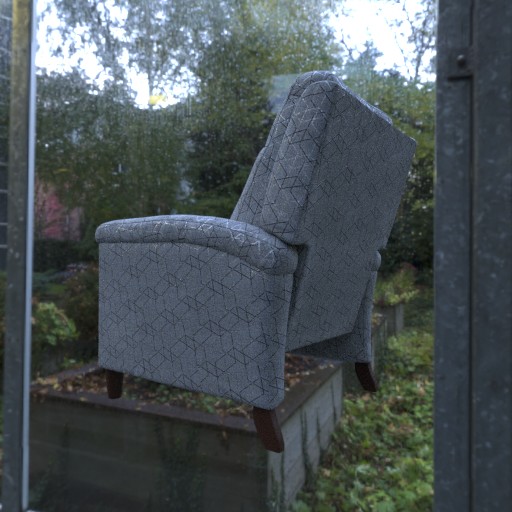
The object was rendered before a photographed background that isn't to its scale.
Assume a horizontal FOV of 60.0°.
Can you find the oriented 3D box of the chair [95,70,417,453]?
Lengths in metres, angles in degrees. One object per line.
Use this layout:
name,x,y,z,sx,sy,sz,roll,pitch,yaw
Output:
chair,0.000,0.000,1.643,0.987,1.048,0.753,-1,-1,36
